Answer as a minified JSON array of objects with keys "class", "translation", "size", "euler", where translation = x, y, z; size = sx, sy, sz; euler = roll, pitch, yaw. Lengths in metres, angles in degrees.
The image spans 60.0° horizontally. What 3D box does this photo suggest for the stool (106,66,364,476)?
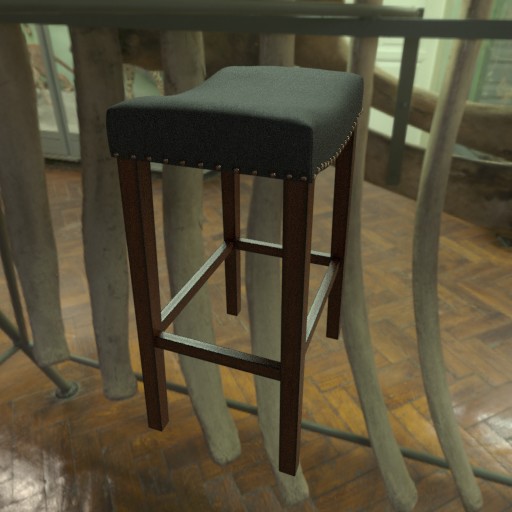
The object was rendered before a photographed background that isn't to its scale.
[{"class":"stool","translation":[0.000,0.000,1.022],"size":[0.366,0.760,0.502],"euler":[11,32,17]}]
